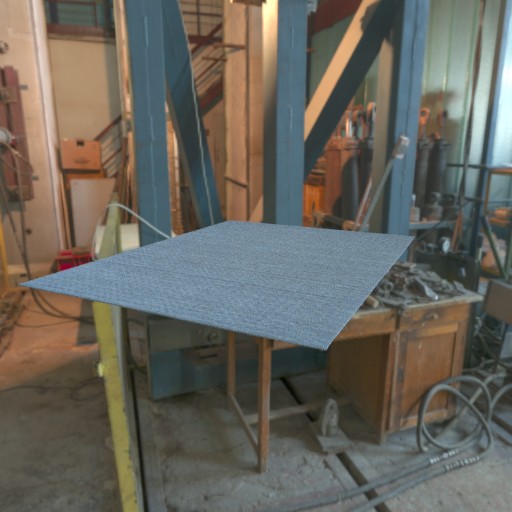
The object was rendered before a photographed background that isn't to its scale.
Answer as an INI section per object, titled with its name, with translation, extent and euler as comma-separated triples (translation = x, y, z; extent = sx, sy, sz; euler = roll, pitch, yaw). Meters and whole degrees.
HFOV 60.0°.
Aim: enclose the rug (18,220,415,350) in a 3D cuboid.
[rug]
translation = 0.000, 0.000, 4.208
extent = 2.443, 0.007, 3.200
euler = 7, 16, 26
